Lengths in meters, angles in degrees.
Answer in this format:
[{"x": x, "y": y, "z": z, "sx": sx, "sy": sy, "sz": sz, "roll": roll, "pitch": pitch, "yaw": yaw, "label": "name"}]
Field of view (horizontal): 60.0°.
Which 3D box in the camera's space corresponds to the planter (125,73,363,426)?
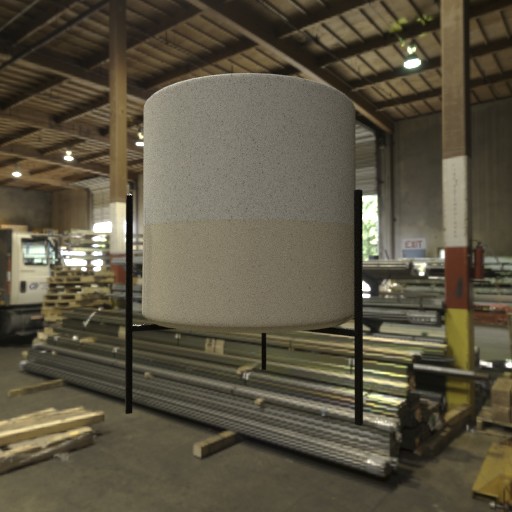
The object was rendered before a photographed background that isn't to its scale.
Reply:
[{"x": 0.000, "y": 0.000, "z": 0.656, "sx": 0.335, "sy": 0.423, "sz": 0.313, "roll": 0, "pitch": -1, "yaw": 37, "label": "planter"}]
